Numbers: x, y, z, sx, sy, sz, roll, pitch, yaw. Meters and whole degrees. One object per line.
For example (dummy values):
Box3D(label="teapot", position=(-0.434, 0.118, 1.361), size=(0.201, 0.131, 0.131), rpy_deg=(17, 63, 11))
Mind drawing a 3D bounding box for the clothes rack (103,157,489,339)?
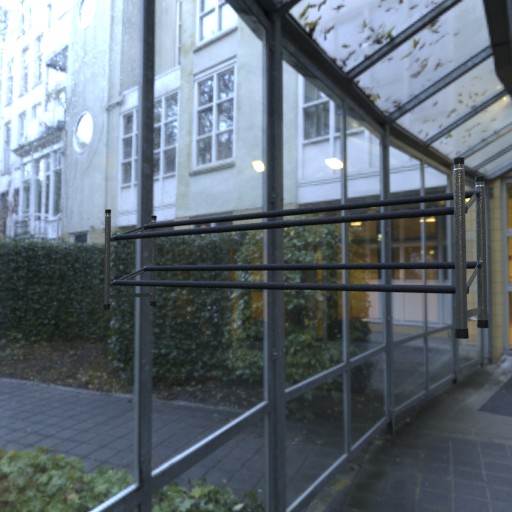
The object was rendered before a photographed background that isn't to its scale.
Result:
Box3D(label="clothes rack", position=(0.000, 0.000, 1.282), size=(1.168, 0.349, 0.229), rpy_deg=(-2, -3, 37))
